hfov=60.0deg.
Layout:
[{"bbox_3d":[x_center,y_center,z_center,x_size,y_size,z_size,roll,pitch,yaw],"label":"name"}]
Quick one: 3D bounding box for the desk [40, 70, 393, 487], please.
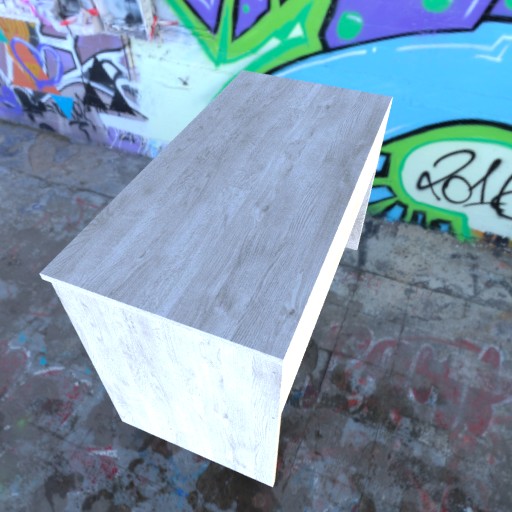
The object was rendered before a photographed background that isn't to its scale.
[{"bbox_3d":[0.000,0.000,1.498,0.560,0.730,1.100,16,48,15],"label":"desk"}]
